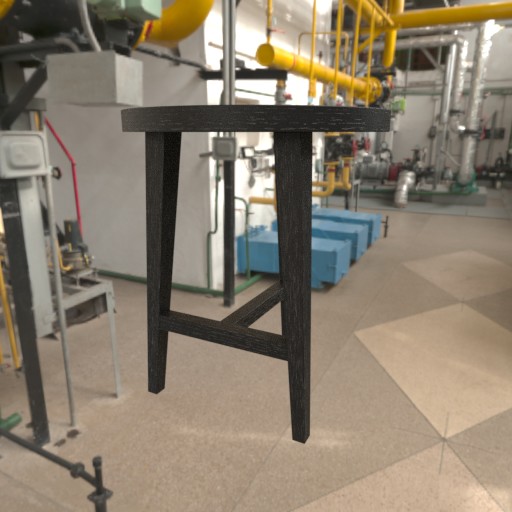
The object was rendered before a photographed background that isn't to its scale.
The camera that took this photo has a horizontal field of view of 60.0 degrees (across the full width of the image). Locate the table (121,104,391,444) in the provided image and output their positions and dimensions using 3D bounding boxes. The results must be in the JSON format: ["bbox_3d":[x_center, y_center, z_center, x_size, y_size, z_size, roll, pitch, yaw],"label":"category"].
[{"bbox_3d":[0.000,0.000,0.743,0.399,0.460,0.399,0,16,0],"label":"table"}]
